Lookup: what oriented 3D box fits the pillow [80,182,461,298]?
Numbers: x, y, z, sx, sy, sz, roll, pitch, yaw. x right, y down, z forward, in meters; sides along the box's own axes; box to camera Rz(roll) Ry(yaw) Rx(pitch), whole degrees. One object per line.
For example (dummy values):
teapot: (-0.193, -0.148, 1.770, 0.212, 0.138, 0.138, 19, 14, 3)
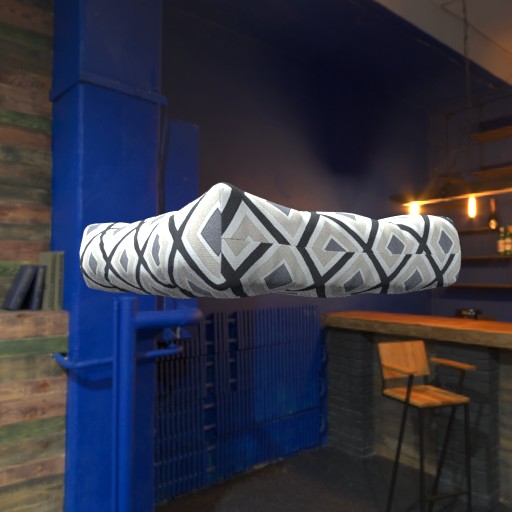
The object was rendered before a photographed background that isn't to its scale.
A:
pillow: (0.000, 0.000, 0.751, 0.468, 0.128, 0.490, 2, -3, -36)
